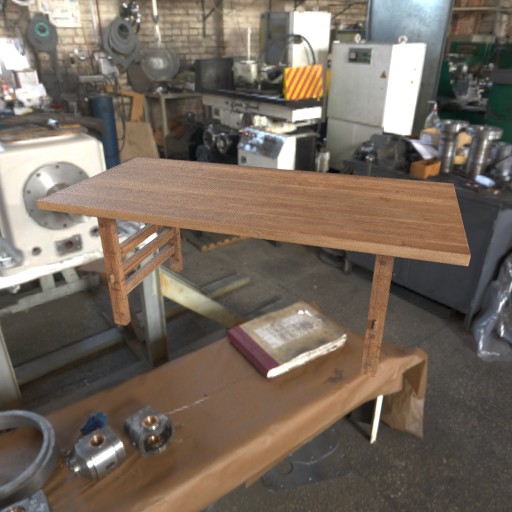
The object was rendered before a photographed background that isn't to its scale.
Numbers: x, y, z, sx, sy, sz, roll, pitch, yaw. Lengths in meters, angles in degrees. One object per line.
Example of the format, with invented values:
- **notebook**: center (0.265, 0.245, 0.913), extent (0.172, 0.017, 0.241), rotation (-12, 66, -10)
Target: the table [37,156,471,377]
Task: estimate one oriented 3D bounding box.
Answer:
- **table**: center (0.000, 0.000, 2.512), extent (2.003, 0.760, 0.952), rotation (8, 28, 16)
